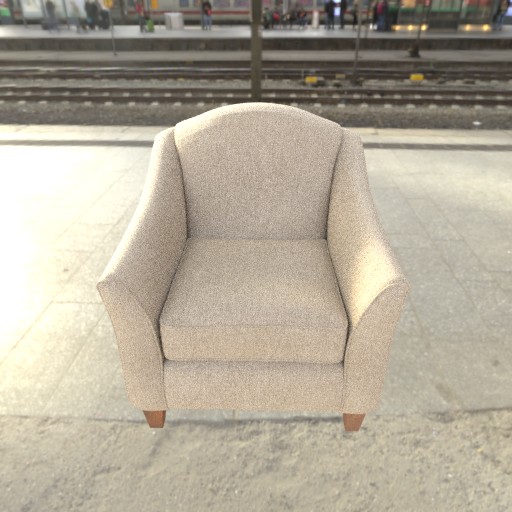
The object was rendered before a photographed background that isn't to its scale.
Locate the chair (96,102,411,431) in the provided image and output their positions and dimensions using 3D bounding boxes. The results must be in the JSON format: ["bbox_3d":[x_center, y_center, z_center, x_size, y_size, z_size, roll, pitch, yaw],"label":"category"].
[{"bbox_3d":[0.000,0.000,1.447,0.763,0.839,0.787,1,29,1],"label":"chair"}]
